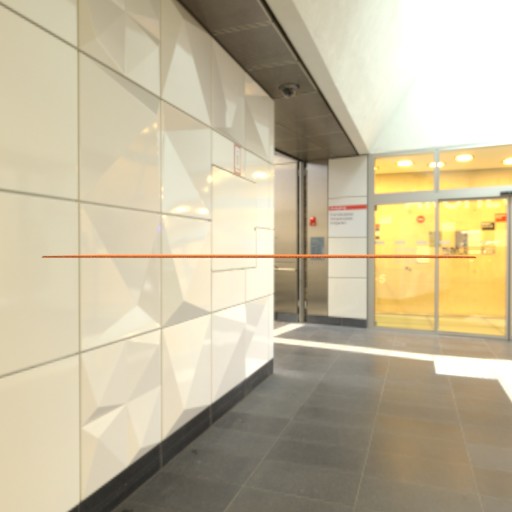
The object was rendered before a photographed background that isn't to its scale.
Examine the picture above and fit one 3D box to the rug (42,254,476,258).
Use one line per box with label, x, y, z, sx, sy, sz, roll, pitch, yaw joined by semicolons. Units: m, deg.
rug;0.000;0.000;2.834;2.471;0.013;0.914;0;1;0
